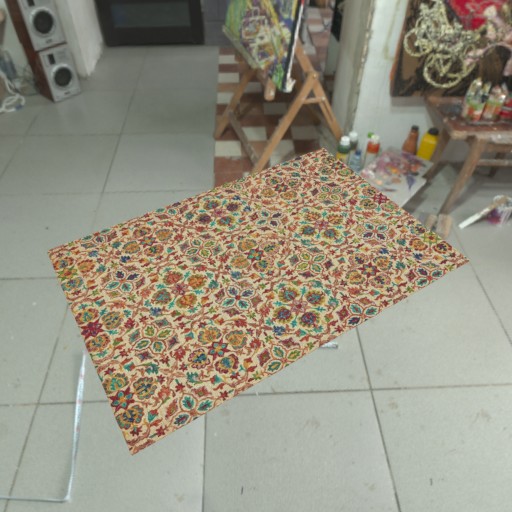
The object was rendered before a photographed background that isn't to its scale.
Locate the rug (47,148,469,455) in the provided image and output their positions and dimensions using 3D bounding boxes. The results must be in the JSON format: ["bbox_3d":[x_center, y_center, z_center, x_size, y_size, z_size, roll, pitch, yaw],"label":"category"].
[{"bbox_3d":[0.000,0.000,2.310,1.838,0.013,1.226,-24,51,-21],"label":"rug"}]
